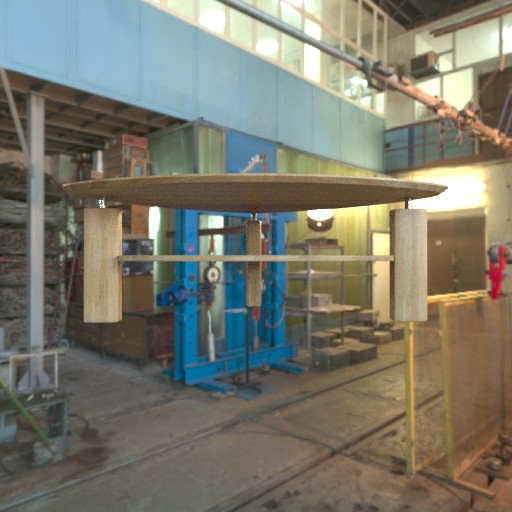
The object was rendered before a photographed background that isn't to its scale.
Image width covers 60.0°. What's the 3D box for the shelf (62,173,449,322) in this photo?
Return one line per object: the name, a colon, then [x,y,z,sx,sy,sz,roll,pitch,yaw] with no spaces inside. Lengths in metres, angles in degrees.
shelf: [0.000,0.000,1.614,1.240,0.439,0.863,0,0,-1]
